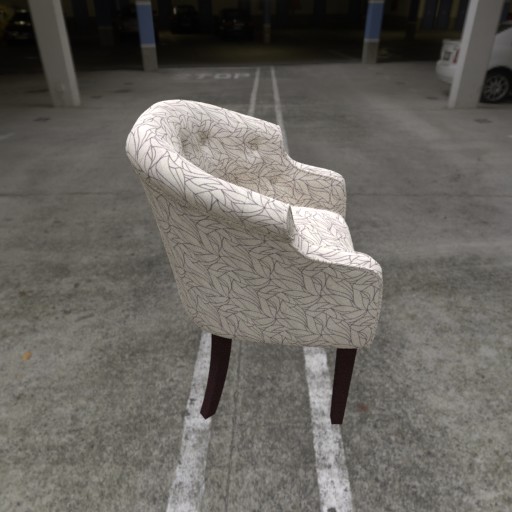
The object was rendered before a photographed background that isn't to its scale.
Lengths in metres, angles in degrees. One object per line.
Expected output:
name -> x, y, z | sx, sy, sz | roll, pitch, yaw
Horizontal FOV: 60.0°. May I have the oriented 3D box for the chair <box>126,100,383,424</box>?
chair -> 0.000, 0.000, 1.328 | 0.613, 0.858, 0.686 | 0, 31, 1
